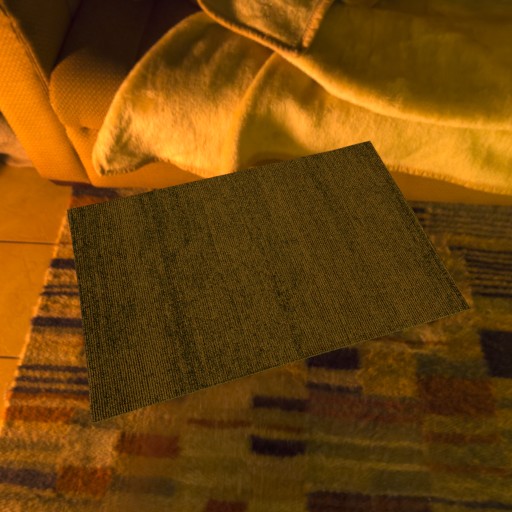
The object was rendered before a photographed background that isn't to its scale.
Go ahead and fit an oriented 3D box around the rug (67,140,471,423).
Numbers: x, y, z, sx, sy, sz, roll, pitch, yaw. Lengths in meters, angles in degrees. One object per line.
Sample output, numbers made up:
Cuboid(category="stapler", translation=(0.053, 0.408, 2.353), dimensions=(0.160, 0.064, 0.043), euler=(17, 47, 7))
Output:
Cuboid(category="rug", translation=(0.000, 0.000, 2.229), dimensions=(1.777, 0.021, 1.145), euler=(-14, 60, -9))
